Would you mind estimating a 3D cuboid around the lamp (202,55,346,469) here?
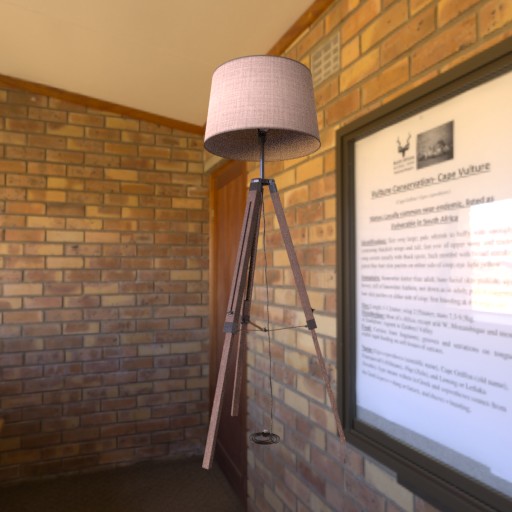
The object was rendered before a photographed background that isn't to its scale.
[{"bbox_3d":[0.000,0.000,1.818,0.604,1.510,0.587,-2,-3,36],"label":"lamp"}]
